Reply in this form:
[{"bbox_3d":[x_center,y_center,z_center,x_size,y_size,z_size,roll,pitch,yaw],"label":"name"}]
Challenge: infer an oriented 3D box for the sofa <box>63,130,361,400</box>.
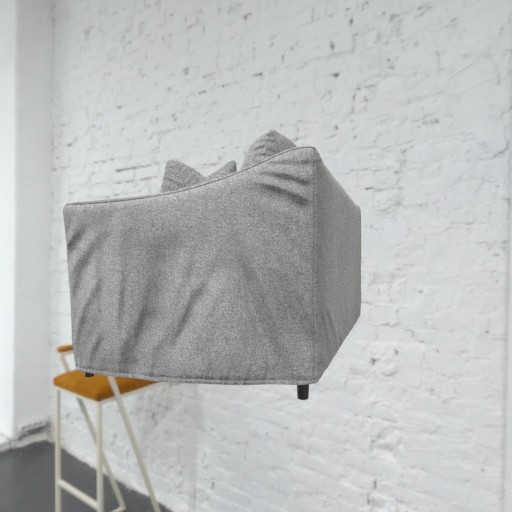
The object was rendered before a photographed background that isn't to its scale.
[{"bbox_3d":[0.000,0.000,2.575,1.072,1.018,2.010,0,0,17],"label":"sofa"}]
